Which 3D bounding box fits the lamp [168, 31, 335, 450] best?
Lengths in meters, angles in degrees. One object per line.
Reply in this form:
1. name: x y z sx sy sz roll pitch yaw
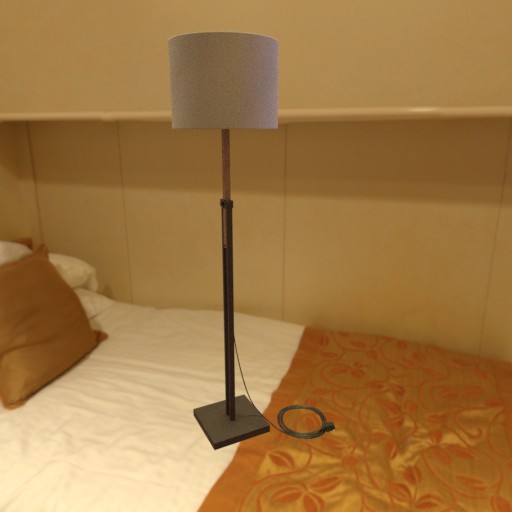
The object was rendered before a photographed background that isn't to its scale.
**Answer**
1. lamp: 0.000 0.000 1.885 0.639 1.650 0.474 -8 18 -26
